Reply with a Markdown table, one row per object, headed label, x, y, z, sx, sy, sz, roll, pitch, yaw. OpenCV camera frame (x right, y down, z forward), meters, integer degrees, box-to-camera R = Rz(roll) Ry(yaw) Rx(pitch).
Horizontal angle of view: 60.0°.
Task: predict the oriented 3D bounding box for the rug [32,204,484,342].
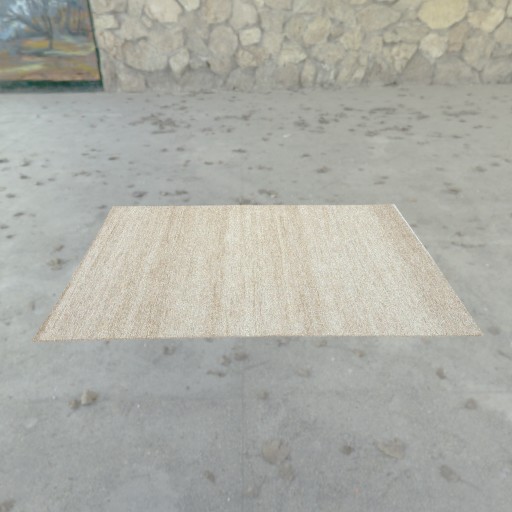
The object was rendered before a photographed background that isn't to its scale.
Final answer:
| label | x | y | z | sx | sy | sz | roll | pitch | yaw |
| --- | --- | --- | --- | --- | --- | --- | --- | --- | --- |
| rug | 0.000 | 0.000 | 2.896 | 2.283 | 0.030 | 1.596 | 0 | 31 | -1 |
